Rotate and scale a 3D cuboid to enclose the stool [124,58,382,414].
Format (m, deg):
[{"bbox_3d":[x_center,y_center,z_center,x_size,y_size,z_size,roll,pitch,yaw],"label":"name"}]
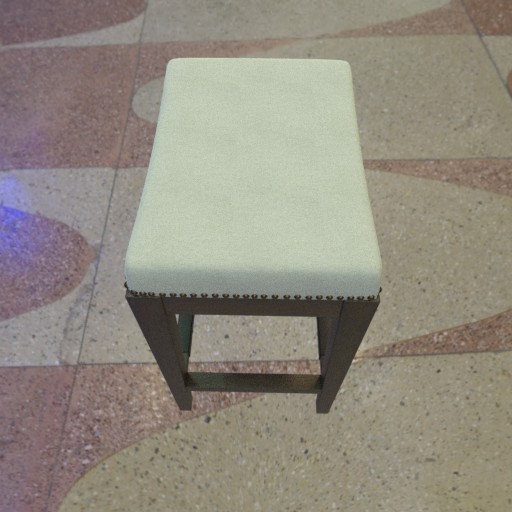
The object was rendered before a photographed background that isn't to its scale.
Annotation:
[{"bbox_3d":[0.000,0.000,0.953,0.361,0.642,0.500,1,57,1],"label":"stool"}]
